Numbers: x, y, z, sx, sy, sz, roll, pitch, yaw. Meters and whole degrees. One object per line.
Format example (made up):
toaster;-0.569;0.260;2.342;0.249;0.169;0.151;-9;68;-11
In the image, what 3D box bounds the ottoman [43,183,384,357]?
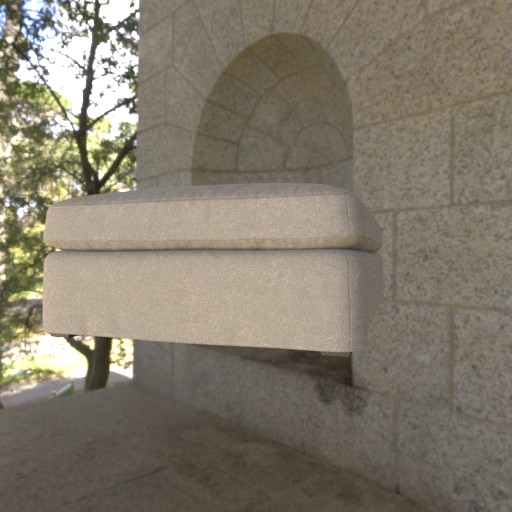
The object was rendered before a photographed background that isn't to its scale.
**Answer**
ottoman;0.000;0.000;1.586;0.840;0.429;1.199;0;0;18
